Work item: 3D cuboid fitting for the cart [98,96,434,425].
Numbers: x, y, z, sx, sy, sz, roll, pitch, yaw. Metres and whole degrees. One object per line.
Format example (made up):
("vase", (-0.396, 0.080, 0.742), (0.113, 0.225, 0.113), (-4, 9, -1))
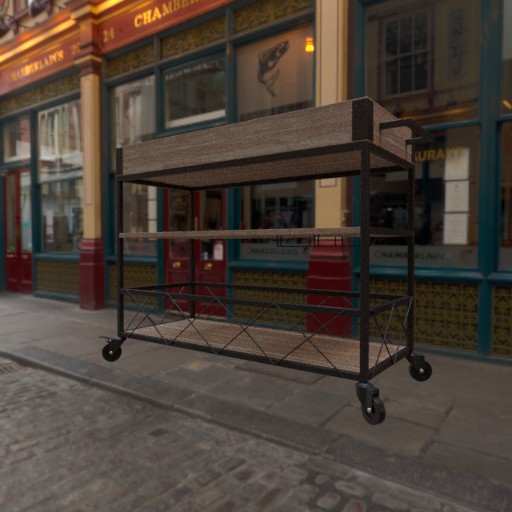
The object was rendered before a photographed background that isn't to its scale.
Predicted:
("cart", (0.000, 0.000, 1.512), (1.101, 0.787, 0.500), (1, 2, 36))
